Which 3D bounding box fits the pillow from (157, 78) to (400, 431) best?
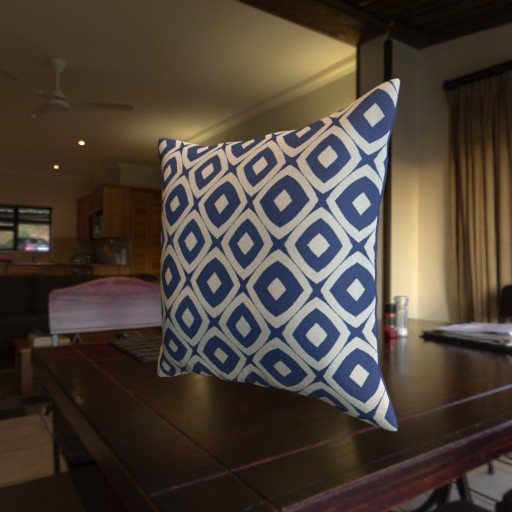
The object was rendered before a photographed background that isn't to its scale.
[{"bbox_3d":[0.000,0.000,0.769,0.504,0.494,0.188,0,-1,37],"label":"pillow"}]
